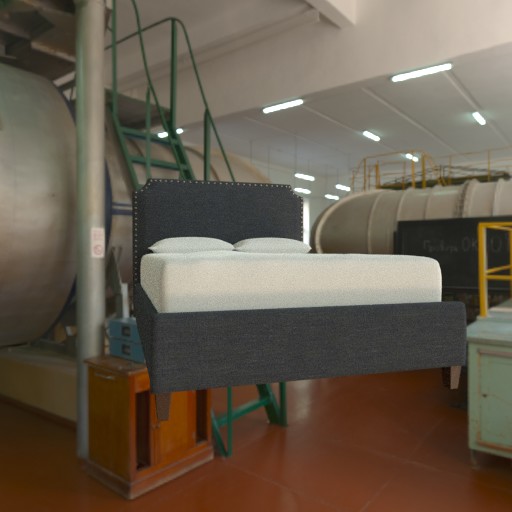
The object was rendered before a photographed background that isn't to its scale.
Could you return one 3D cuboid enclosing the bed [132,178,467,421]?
[{"bbox_3d":[0.000,0.000,3.296,1.713,1.443,2.372,0,1,-17],"label":"bed"}]
